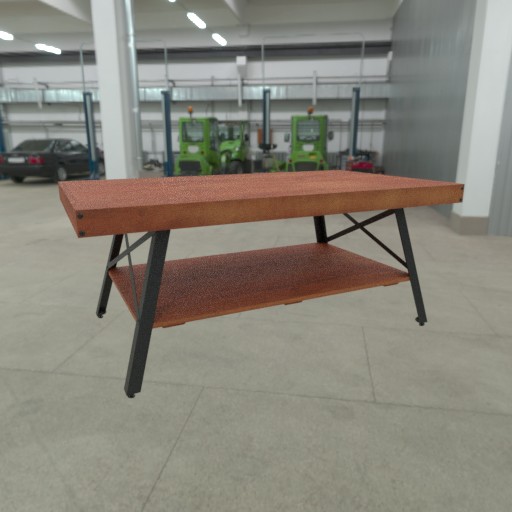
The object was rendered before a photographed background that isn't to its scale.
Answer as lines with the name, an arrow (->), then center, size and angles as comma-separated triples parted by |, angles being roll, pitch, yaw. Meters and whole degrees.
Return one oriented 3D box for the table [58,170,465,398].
table -> 0.000, 0.000, 1.396 | 1.067, 0.457, 0.610 | -7, 17, -25
